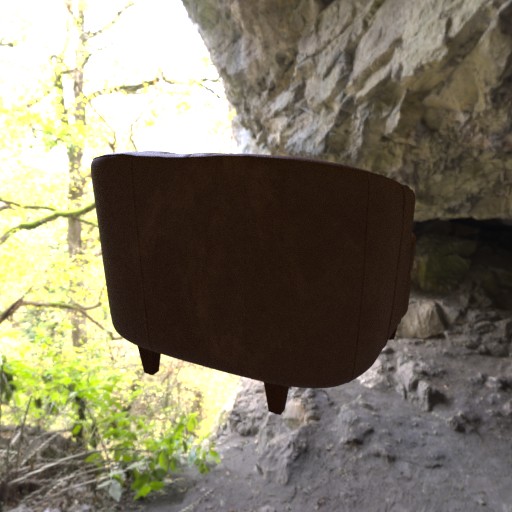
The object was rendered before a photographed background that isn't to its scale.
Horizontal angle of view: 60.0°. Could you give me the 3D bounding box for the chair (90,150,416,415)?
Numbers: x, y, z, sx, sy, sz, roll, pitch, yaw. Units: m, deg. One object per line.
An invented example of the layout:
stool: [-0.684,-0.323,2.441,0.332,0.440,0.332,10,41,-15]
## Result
chair: [0.000,0.000,1.775,1.119,0.836,0.911,8,17,27]
